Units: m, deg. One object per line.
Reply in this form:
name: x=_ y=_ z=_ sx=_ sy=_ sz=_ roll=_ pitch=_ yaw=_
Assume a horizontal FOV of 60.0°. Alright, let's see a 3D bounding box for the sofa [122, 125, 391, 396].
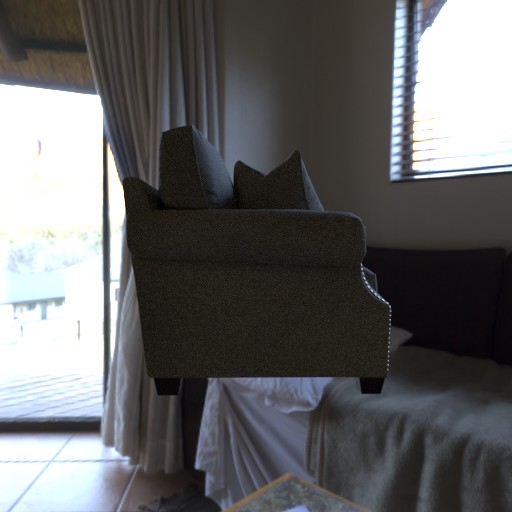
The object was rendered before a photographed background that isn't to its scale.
sofa: x=0.000 y=0.000 z=2.331 sx=0.966 sy=0.966 sz=1.701 roll=0 pitch=1 yaw=-1
